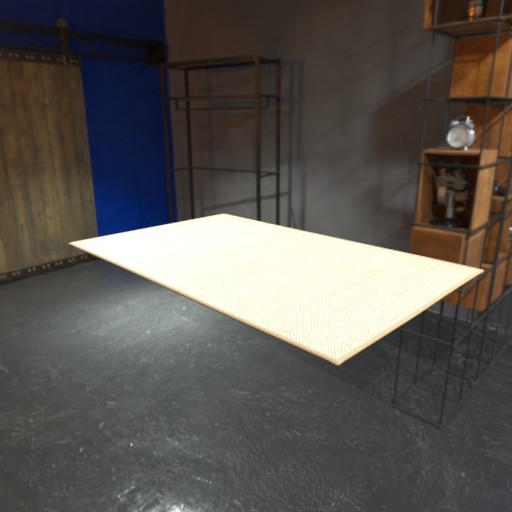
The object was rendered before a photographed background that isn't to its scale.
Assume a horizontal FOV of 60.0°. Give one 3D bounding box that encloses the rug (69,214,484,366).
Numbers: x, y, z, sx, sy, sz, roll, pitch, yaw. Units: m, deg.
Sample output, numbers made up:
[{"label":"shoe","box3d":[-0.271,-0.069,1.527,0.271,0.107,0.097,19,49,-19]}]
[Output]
[{"label":"rug","box3d":[0.000,0.000,2.068,1.062,0.013,1.667,-16,23,-42]}]
